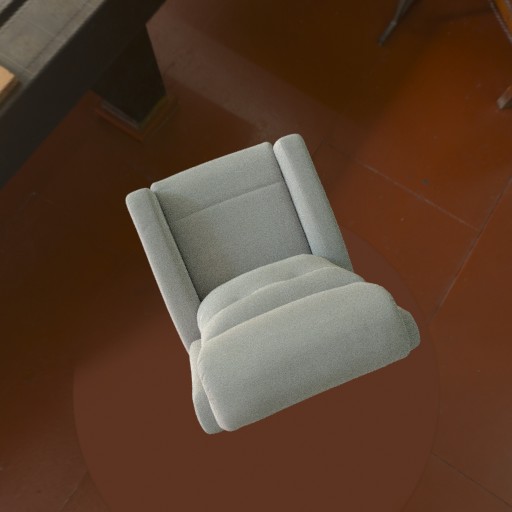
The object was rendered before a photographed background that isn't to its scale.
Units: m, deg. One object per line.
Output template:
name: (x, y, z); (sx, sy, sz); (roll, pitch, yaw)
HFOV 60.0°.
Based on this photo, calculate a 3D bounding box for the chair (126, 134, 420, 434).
chair: (0.000, 0.000, 1.711); (0.798, 1.013, 1.043); (-21, 76, -6)
